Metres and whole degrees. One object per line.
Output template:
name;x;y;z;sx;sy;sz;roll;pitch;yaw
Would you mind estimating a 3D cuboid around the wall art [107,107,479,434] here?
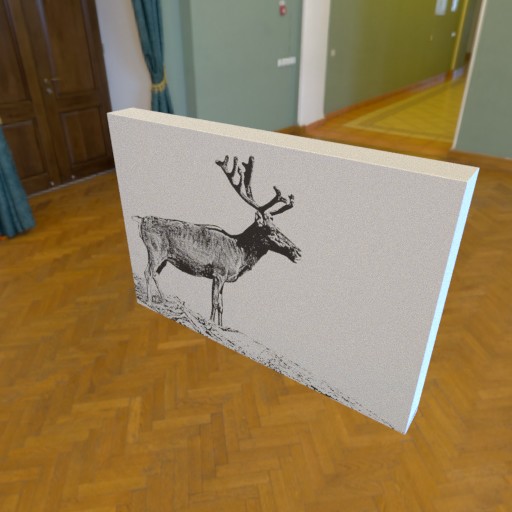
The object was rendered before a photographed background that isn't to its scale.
wall art;0.000;0.000;0.476;0.381;0.259;0.038;19;35;30
